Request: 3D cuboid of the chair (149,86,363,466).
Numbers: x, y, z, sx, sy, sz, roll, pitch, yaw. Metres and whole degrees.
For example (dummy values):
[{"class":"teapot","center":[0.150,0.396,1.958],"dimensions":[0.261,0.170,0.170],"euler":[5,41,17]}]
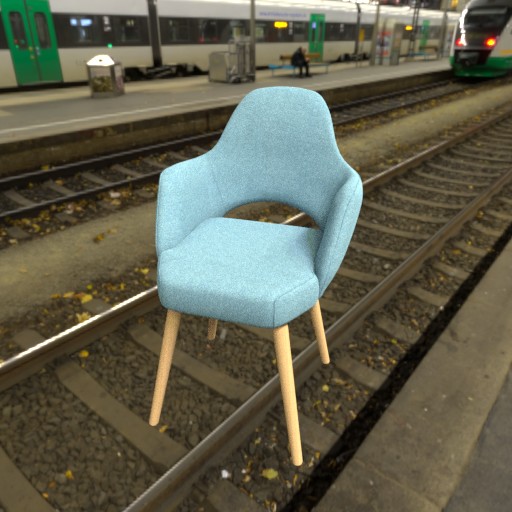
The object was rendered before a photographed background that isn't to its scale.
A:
[{"class":"chair","center":[0.000,0.000,1.364],"dimensions":[0.589,0.920,0.666],"euler":[8,28,16]}]
